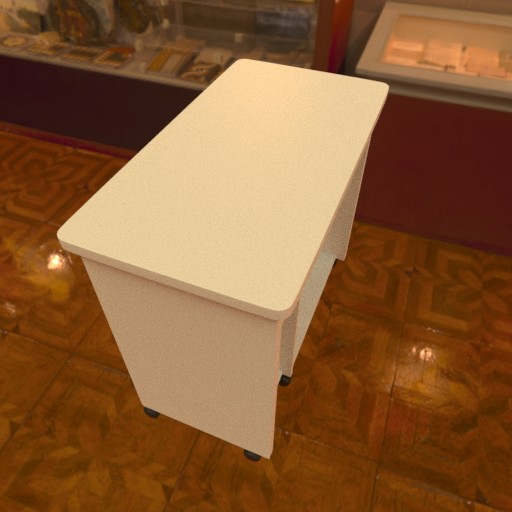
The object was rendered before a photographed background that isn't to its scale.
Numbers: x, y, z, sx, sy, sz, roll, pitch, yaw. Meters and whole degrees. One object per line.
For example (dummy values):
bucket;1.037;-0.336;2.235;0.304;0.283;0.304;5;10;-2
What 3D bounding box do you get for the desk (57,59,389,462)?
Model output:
desk;0.000;0.000;1.320;0.475;0.763;0.877;17;49;15
